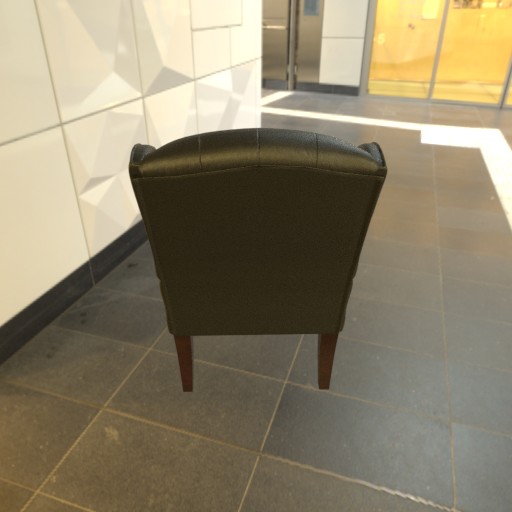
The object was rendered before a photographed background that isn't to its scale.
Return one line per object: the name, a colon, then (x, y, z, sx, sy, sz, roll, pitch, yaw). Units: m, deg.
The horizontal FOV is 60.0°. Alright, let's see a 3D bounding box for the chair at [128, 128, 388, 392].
chair: (0.000, 0.000, 1.719, 0.831, 1.133, 0.822, -1, 30, -1)
